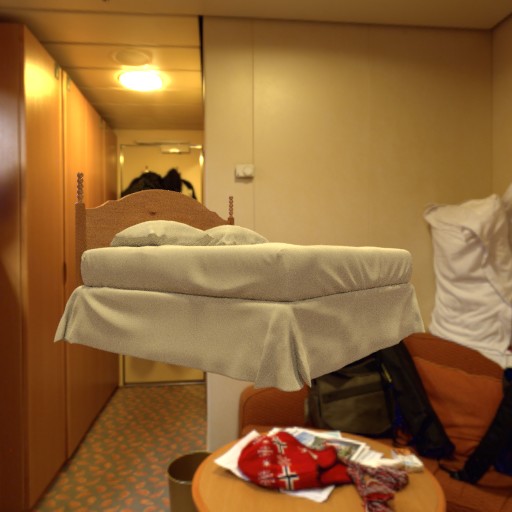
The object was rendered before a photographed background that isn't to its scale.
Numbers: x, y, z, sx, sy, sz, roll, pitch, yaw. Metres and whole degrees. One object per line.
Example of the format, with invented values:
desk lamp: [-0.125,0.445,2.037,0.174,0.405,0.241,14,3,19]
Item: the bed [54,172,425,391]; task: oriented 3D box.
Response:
bed: [0.000,0.000,3.664,2.219,1.355,2.322,0,1,38]
